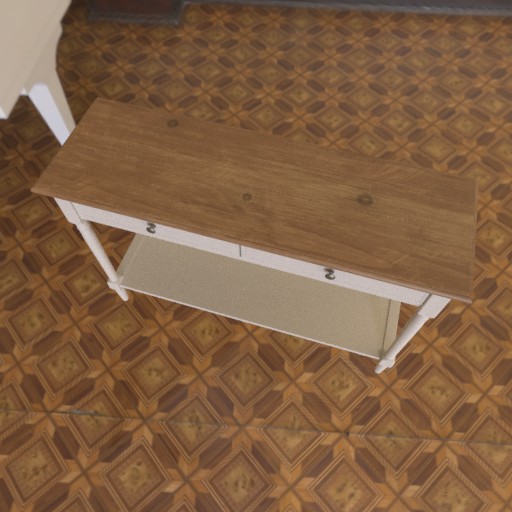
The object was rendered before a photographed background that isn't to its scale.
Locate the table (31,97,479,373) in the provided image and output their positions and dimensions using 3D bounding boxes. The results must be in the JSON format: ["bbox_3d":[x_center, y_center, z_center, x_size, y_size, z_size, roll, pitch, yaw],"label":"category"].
[{"bbox_3d":[0.000,0.000,1.600,1.219,0.800,0.399,14,60,9],"label":"table"}]
